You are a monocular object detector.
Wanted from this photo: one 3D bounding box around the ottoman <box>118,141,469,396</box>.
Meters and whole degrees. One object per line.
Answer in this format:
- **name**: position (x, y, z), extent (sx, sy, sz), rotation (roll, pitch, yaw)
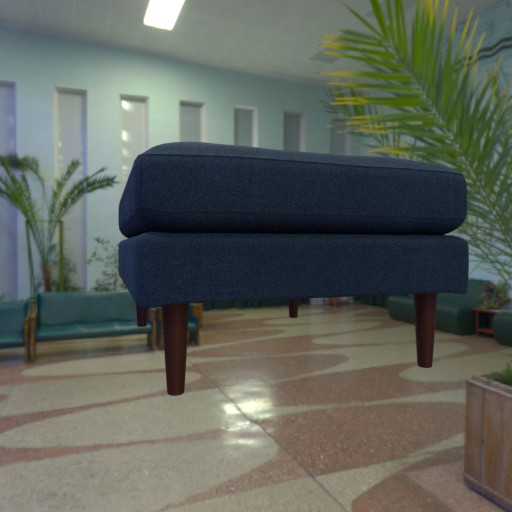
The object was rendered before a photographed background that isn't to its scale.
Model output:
- **ottoman**: position (0.000, 0.000, 1.209), extent (0.693, 0.474, 0.821), rotation (0, 1, -19)
